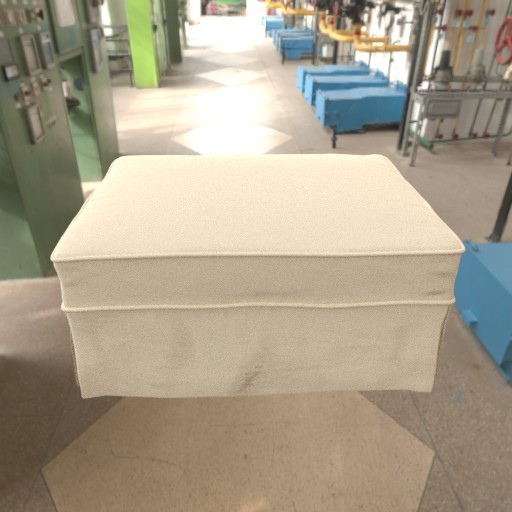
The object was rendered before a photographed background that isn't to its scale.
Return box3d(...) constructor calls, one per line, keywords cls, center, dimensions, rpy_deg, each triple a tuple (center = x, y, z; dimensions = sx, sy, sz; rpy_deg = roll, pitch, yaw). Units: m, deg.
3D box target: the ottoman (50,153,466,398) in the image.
box3d(cls="ottoman", center=(0.000, 0.000, 1.306), dimensions=(0.944, 0.479, 0.703), rpy_deg=(-1, 31, -2))
